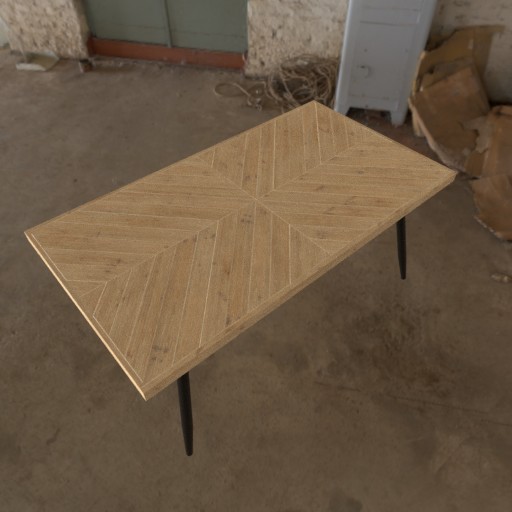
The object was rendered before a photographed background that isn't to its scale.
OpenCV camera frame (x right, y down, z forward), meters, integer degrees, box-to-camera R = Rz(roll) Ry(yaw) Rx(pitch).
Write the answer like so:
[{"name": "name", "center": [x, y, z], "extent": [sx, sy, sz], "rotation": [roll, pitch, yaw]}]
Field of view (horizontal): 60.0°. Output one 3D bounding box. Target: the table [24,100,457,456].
[{"name": "table", "center": [0.000, 0.000, 2.346], "extent": [1.803, 0.762, 0.991], "rotation": [-32, 54, -27]}]
